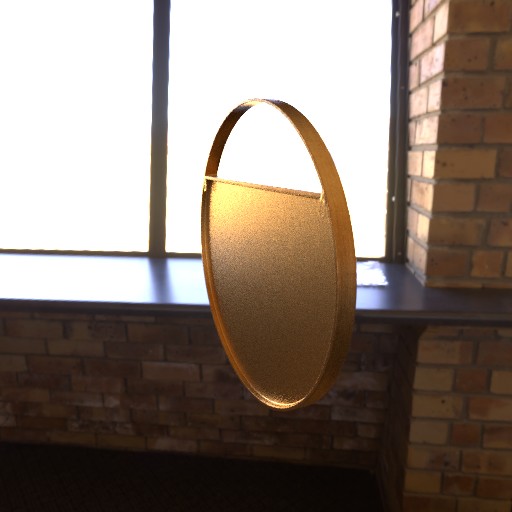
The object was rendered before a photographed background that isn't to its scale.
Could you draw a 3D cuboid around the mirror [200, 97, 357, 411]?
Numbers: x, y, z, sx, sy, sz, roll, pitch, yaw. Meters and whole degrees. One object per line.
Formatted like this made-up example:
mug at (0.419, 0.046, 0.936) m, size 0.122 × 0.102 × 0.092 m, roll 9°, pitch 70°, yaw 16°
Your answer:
mirror at (0.000, 0.000, 0.841) m, size 0.032 × 0.565 × 0.565 m, roll -6°, pitch 15°, yaw -25°
